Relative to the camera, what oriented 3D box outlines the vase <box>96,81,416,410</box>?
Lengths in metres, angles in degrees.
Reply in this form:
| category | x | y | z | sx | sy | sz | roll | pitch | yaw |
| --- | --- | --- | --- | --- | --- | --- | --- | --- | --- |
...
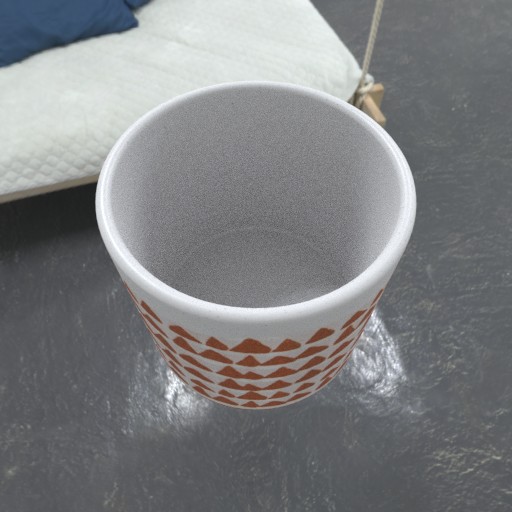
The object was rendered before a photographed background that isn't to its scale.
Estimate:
| category | x | y | z | sx | sy | sz | roll | pitch | yaw |
| --- | --- | --- | --- | --- | --- | --- | --- | --- | --- |
| vase | 0.000 | 0.000 | 0.244 | 0.137 | 0.127 | 0.137 | 0 | 57 | 0 |
